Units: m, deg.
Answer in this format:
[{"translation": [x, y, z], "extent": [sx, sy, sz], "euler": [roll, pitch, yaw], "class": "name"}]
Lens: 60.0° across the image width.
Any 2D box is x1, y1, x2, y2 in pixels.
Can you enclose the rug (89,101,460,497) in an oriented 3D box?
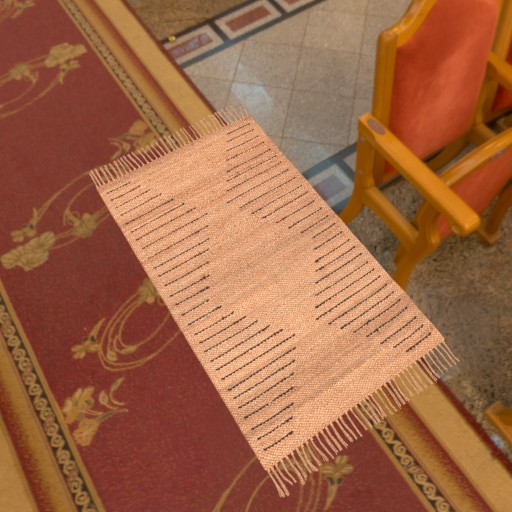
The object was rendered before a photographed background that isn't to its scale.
[{"translation": [0.000, 0.000, 1.996], "extent": [0.905, 0.017, 1.718], "euler": [-30, 67, -15], "class": "rug"}]
